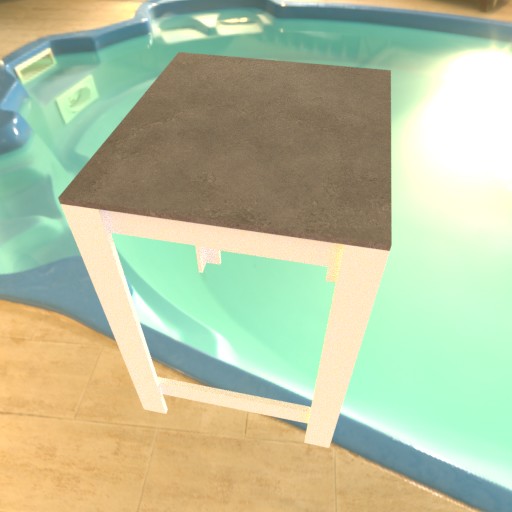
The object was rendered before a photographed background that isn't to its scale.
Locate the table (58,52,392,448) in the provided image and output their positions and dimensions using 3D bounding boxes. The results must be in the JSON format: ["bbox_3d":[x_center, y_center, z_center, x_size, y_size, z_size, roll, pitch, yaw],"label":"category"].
[{"bbox_3d":[0.000,0.000,1.538,0.700,1.020,0.800,9,47,8],"label":"table"}]
